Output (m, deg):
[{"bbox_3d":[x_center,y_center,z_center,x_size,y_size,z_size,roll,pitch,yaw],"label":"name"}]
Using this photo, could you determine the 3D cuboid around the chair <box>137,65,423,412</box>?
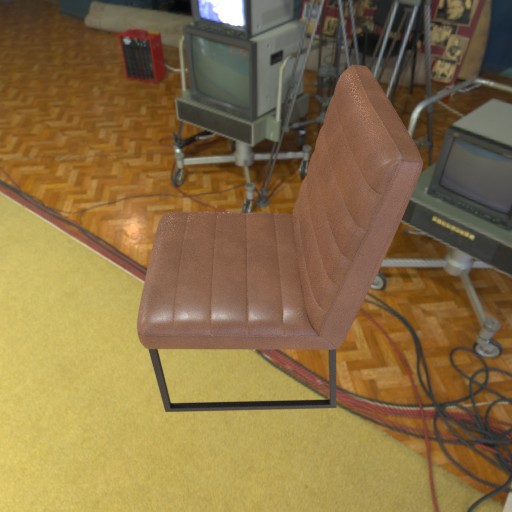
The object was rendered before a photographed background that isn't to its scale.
[{"bbox_3d":[0.000,0.000,1.298,0.634,0.930,0.520,-1,42,-1],"label":"chair"}]
